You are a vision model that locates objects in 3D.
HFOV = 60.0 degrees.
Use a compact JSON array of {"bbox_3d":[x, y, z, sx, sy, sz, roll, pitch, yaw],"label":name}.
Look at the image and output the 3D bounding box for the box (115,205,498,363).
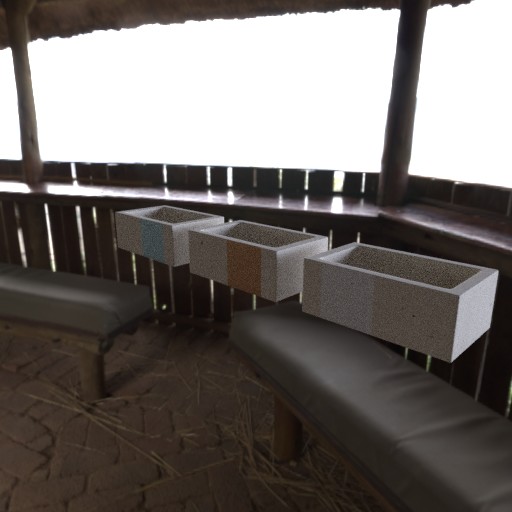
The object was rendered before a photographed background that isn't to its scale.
[{"bbox_3d":[0.000,0.000,0.487,0.461,0.051,0.082,15,21,42],"label":"box"}]
